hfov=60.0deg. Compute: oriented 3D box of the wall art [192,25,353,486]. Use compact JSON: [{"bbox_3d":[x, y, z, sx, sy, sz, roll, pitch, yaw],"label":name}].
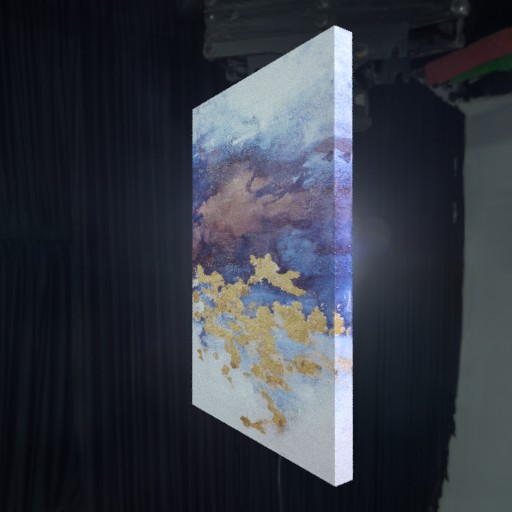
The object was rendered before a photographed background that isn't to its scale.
[{"bbox_3d":[0.000,0.000,1.090,0.048,0.874,0.583,0,0,-35],"label":"wall art"}]
